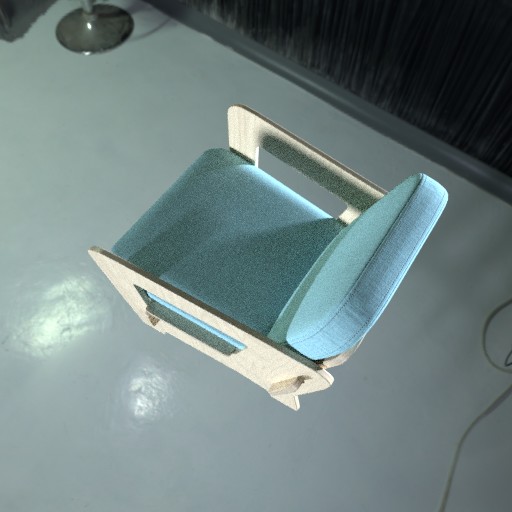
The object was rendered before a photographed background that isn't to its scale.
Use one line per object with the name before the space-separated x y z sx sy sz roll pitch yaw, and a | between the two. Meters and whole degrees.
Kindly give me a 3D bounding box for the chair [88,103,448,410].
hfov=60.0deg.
chair | 0.000 0.000 1.239 0.710 0.800 0.590 32 67 15
